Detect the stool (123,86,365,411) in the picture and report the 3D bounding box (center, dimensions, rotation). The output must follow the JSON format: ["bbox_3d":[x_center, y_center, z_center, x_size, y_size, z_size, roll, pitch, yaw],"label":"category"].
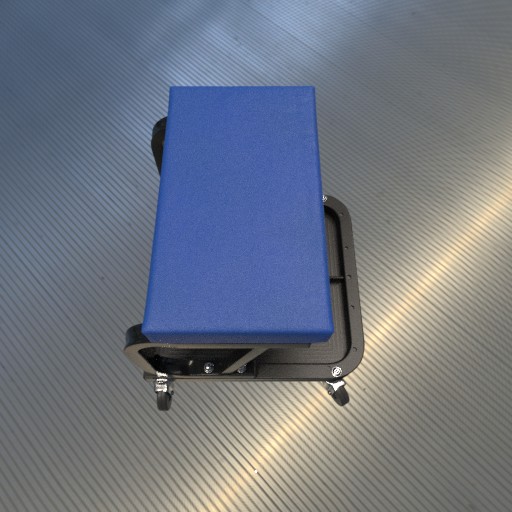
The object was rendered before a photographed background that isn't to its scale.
[{"bbox_3d":[0.000,0.000,0.728,0.371,0.380,0.446,0,64,0],"label":"stool"}]
